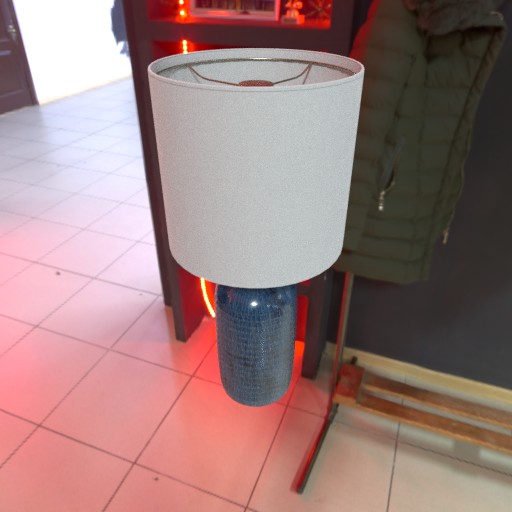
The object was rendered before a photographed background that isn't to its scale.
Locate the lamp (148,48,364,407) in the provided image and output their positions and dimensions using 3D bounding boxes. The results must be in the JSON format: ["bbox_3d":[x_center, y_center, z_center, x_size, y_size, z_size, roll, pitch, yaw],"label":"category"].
[{"bbox_3d":[0.000,0.000,0.589,0.220,0.475,0.220,-22,39,-30],"label":"lamp"}]
